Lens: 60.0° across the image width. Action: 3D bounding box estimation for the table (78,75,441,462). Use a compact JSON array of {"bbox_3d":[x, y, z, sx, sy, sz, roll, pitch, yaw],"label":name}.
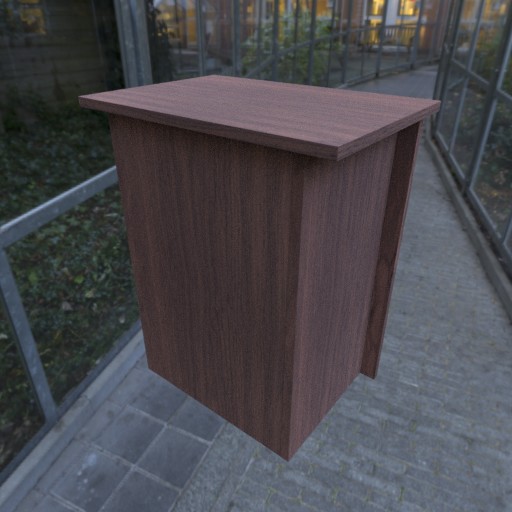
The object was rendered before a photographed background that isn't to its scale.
[{"bbox_3d":[0.000,0.000,1.045,0.589,0.711,0.406,21,36,32],"label":"table"}]
